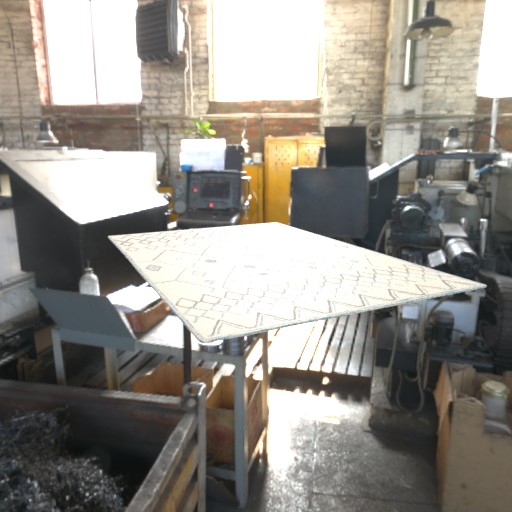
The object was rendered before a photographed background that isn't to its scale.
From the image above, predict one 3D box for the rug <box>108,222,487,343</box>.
[{"bbox_3d":[0.000,0.000,2.372,1.260,0.009,1.820,-7,15,-26],"label":"rug"}]
